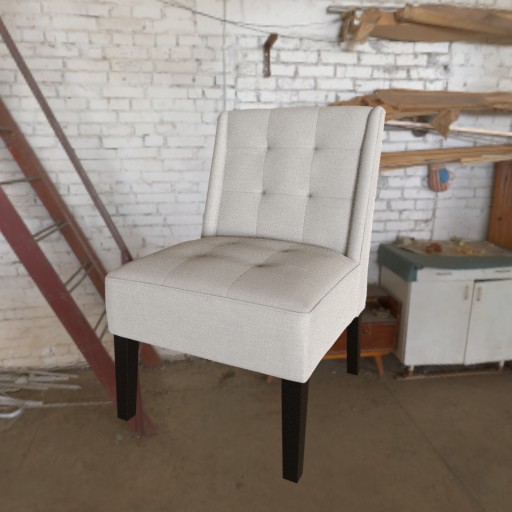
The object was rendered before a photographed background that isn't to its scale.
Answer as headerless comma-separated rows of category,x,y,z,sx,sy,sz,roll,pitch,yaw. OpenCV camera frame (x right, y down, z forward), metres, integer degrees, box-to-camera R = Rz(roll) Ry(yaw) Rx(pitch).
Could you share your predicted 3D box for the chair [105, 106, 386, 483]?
chair,0.000,0.000,1.289,0.569,0.853,0.676,8,17,26
